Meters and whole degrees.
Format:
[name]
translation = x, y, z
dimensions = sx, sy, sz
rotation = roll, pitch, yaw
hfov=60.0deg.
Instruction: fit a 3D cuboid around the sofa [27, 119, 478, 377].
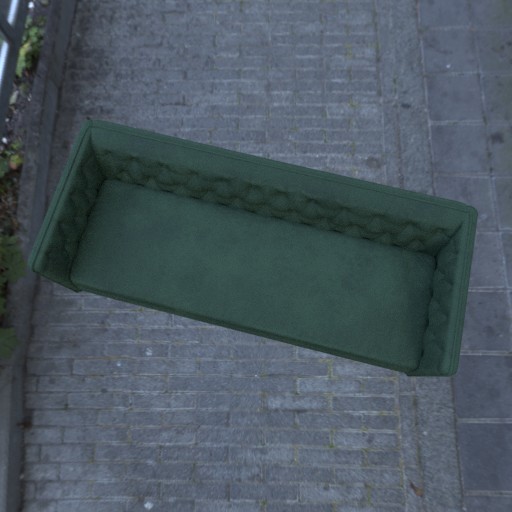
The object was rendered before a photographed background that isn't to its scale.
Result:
[sofa]
translation = 0.000, 0.000, 2.606
dimensions = 2.209, 0.771, 0.895
rotation = 14, 75, 4
